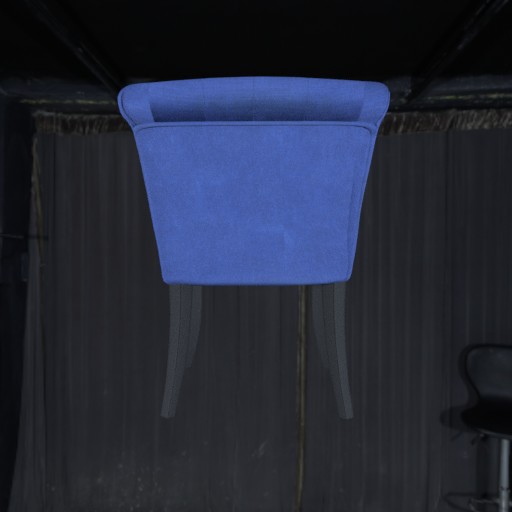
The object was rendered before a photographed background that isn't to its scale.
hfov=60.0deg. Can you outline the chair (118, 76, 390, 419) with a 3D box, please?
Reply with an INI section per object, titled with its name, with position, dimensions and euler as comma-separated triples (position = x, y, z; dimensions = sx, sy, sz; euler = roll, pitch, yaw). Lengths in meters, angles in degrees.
[chair]
position = 0.000, 0.000, 1.194
dimensions = 0.585, 0.753, 0.606
euler = 0, 0, 1
